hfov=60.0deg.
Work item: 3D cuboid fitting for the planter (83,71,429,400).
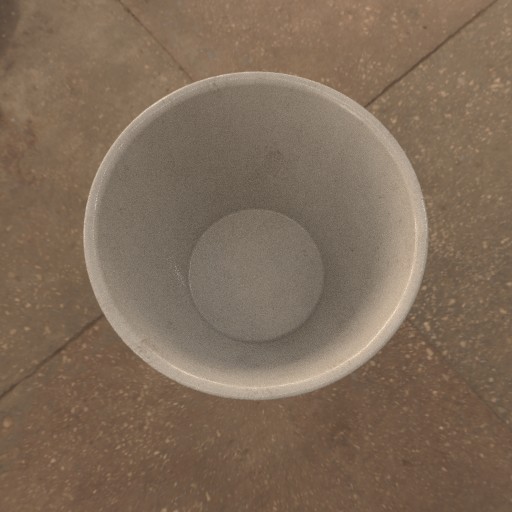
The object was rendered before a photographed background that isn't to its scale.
[{"bbox_3d":[0.000,0.000,0.440,0.260,0.220,0.260,0,75,0],"label":"planter"}]
